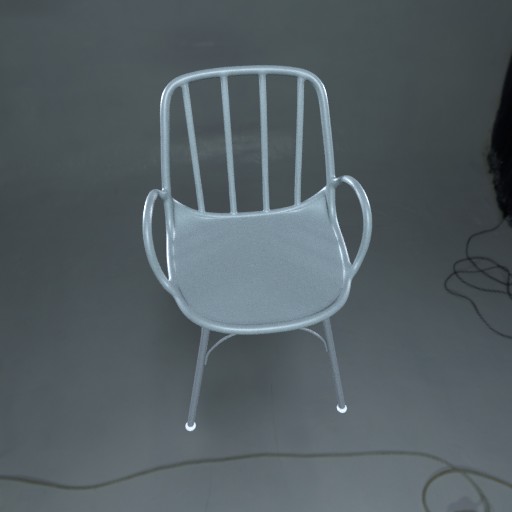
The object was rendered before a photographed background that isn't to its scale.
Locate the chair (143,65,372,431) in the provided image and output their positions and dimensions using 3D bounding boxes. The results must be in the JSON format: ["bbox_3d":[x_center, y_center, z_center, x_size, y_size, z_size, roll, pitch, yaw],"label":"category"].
[{"bbox_3d":[0.000,0.000,1.237,0.549,0.816,0.597,-5,46,-5],"label":"chair"}]
